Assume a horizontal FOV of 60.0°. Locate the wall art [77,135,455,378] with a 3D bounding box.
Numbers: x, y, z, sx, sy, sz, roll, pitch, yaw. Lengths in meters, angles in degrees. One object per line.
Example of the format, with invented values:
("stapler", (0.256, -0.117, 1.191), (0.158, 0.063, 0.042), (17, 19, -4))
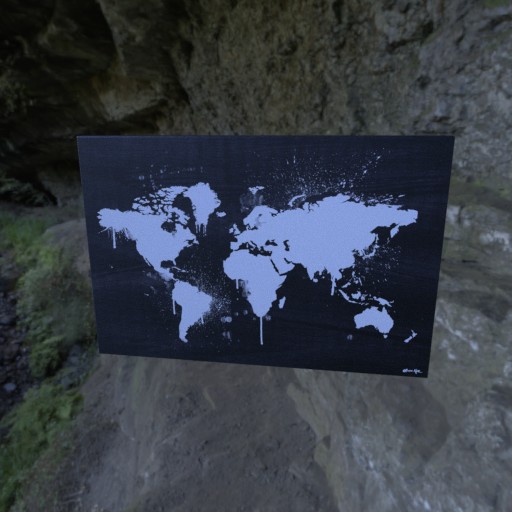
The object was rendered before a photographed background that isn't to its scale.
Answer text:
("wall art", (0.000, 0.000, 0.779), (0.610, 0.409, 0.038), (2, 15, 8))
